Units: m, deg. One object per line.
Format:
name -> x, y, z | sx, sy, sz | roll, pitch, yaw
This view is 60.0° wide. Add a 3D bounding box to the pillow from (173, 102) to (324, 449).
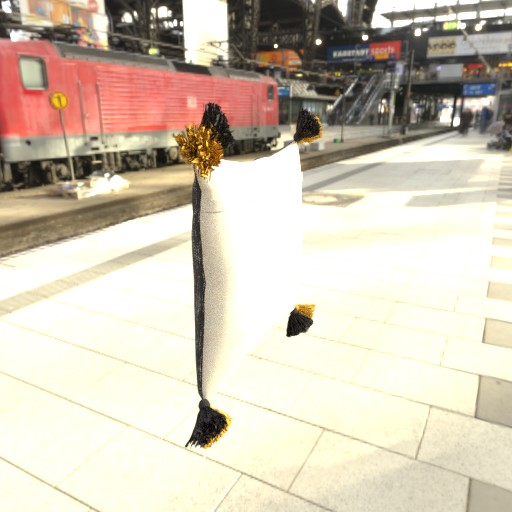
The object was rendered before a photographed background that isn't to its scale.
pillow -> 0.000, 0.000, 1.013 | 0.139, 0.659, 0.654 | 9, 20, 25
